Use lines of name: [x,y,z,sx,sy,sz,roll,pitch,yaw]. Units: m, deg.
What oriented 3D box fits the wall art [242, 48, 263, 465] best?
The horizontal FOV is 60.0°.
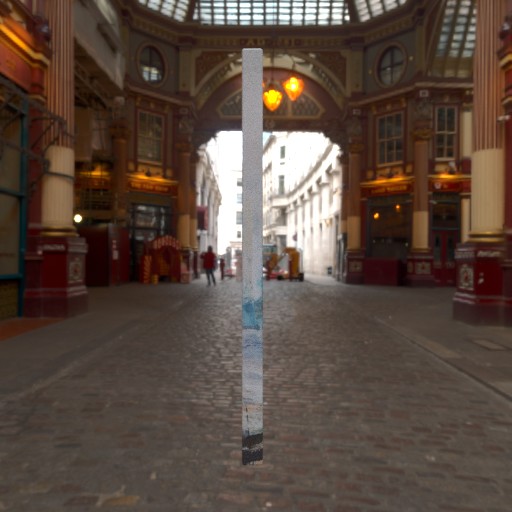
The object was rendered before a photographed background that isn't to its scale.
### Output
wall art: [0.000,0.000,1.314,0.038,0.762,1.016,0,0,1]
